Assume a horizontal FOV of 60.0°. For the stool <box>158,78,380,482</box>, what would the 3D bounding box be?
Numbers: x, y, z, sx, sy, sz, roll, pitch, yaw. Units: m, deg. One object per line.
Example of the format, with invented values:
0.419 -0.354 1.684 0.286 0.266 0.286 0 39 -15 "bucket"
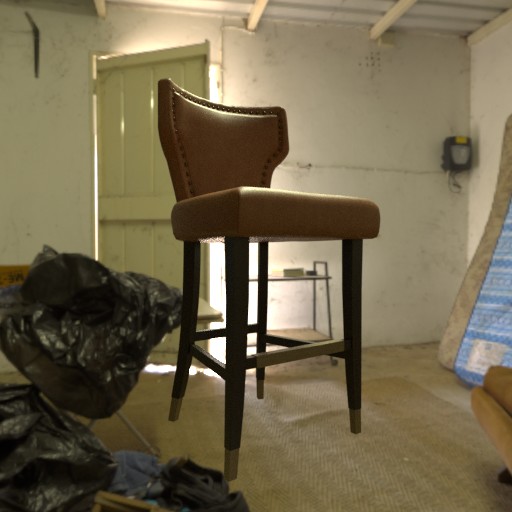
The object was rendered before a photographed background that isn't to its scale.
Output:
0.000 0.000 1.386 0.526 1.092 0.563 -1 1 -36 "stool"
